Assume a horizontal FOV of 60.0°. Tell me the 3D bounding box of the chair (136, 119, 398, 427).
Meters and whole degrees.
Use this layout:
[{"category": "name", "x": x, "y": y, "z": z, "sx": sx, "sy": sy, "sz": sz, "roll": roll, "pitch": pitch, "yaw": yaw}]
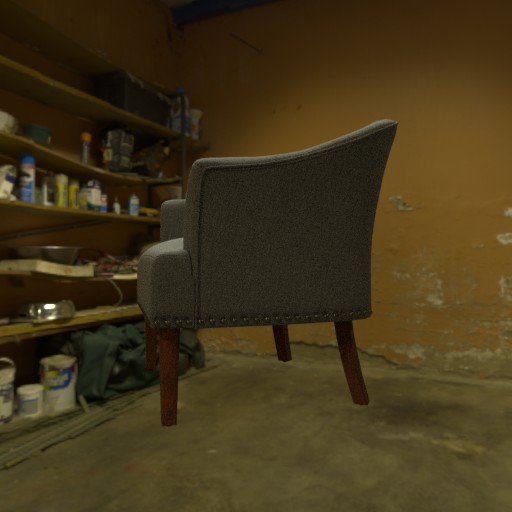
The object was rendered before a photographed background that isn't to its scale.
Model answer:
[{"category": "chair", "x": 0.000, "y": 0.000, "z": 1.405, "sx": 0.704, "sy": 0.815, "sz": 0.798, "roll": 0, "pitch": -1, "yaw": -17}]
